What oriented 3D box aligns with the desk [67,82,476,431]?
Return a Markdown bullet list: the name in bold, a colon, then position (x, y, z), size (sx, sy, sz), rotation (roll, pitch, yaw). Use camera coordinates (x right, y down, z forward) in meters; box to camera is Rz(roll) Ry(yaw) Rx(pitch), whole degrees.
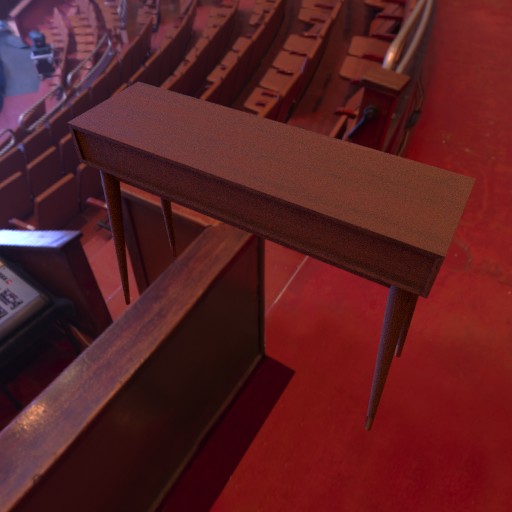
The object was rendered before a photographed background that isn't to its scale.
- **desk**: position (0.000, 0.000, 1.648), size (1.204, 0.917, 0.384), rotation (23, 50, 21)
